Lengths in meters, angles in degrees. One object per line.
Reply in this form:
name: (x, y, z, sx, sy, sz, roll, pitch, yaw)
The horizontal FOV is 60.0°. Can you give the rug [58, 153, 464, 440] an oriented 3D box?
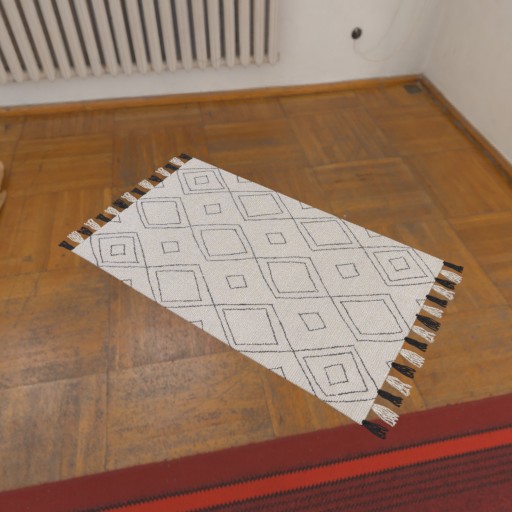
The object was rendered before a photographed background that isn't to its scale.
rug: (0.000, 0.000, 3.382, 2.755, 0.021, 1.524, 26, 52, 22)
